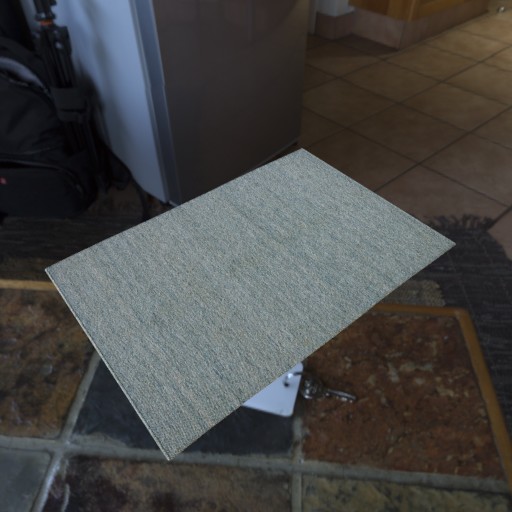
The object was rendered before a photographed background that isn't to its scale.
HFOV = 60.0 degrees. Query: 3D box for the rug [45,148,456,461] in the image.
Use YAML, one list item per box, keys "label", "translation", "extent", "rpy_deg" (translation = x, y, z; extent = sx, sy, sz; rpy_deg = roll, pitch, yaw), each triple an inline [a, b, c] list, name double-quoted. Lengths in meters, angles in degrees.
- label: "rug"
  translation: [0.000, 0.000, 2.958]
  extent: [2.283, 0.013, 1.547]
  rpy_deg: [-30, 53, -26]
